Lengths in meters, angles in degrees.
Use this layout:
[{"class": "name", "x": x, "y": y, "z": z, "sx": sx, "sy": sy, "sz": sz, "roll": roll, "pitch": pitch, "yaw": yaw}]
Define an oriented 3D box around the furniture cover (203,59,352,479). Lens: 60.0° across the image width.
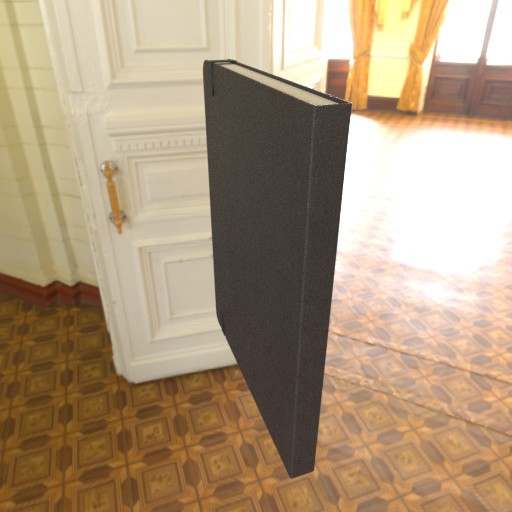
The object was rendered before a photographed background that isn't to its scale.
[{"class": "furniture cover", "x": 0.000, "y": 0.000, "z": 0.366, "sx": 0.023, "sy": 0.281, "sz": 0.216, "roll": -10, "pitch": 31, "yaw": -17}]
